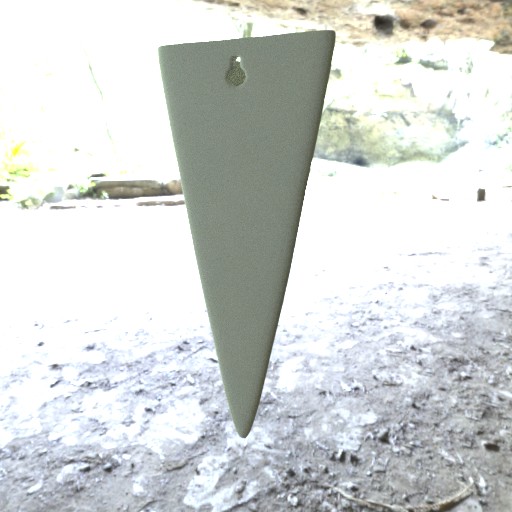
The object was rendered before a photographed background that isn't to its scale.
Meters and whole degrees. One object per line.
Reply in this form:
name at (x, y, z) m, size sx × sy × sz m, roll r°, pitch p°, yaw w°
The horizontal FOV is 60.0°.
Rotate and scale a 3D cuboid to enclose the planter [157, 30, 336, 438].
planter at (0.000, 0.000, 0.388) m, size 0.143 × 0.338 × 0.065 m, roll 8°, pitch 18°, yaw 25°
